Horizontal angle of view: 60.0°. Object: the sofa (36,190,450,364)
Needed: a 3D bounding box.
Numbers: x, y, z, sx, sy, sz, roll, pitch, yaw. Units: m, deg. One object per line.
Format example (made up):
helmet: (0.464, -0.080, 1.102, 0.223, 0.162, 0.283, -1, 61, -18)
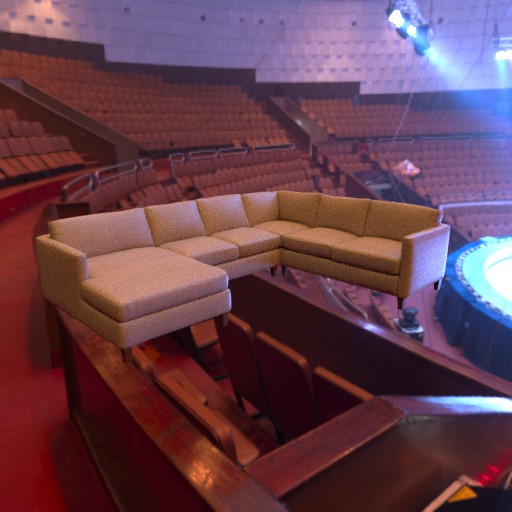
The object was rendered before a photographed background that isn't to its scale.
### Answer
sofa: (0.000, 0.000, 4.575, 3.460, 0.961, 2.594, -15, 21, -43)
